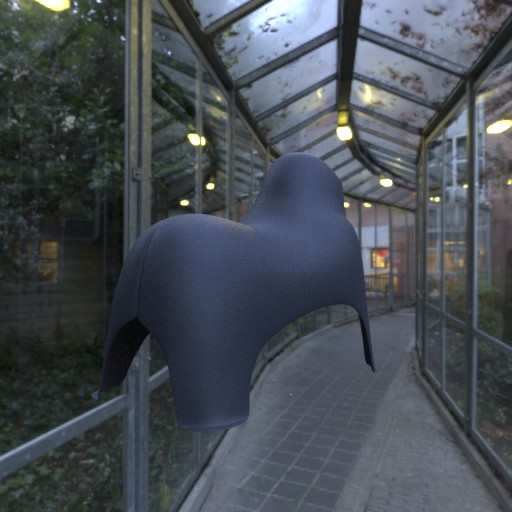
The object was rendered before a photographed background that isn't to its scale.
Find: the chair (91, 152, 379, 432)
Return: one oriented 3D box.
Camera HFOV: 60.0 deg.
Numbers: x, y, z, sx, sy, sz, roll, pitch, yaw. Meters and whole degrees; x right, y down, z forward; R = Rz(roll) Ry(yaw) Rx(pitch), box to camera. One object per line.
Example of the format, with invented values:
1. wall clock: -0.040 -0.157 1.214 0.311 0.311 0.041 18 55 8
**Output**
1. chair: 0.000 0.000 1.135 0.490 0.600 0.758 0 -1 37
